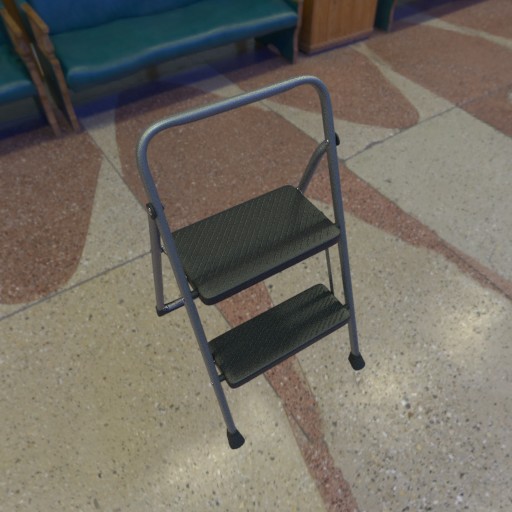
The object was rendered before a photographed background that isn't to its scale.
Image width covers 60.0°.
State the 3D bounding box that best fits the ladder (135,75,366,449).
[{"bbox_3d":[0.000,0.000,1.011,0.430,0.720,0.472,-25,53,-21],"label":"ladder"}]
